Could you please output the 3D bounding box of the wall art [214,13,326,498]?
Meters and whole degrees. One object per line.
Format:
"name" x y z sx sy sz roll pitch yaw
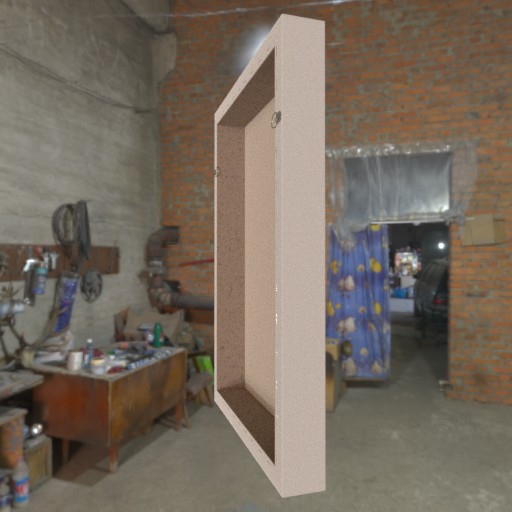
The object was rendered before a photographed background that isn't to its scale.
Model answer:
"wall art" 0.000 0.000 0.474 0.039 0.381 0.252 0 -1 -17
